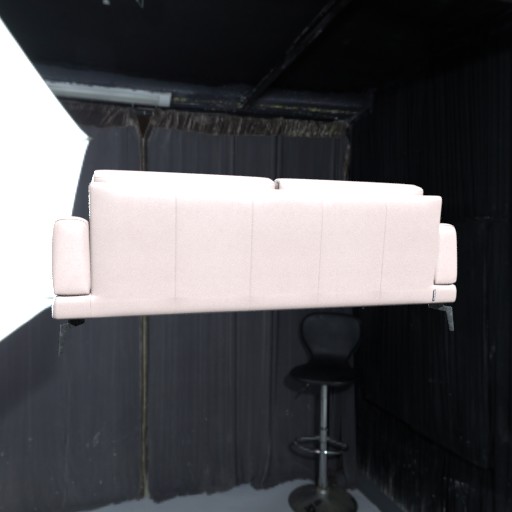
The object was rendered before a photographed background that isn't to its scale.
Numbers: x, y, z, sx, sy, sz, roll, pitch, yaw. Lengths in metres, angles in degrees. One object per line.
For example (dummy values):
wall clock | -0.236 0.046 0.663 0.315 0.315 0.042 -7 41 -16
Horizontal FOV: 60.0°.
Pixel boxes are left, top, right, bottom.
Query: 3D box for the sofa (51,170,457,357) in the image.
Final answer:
sofa | 0.000 0.000 2.400 1.940 0.765 0.974 0 1 -17
